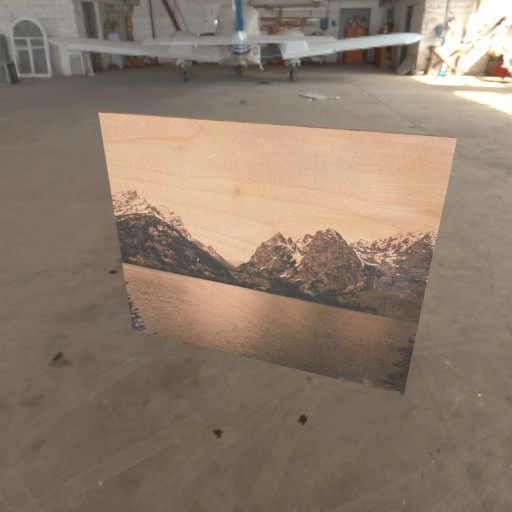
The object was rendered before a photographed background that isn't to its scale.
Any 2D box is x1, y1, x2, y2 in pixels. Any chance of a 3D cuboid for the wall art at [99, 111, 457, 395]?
[{"bbox_3d":[0.000,0.000,0.697,0.508,0.408,0.010,10,29,18],"label":"wall art"}]
